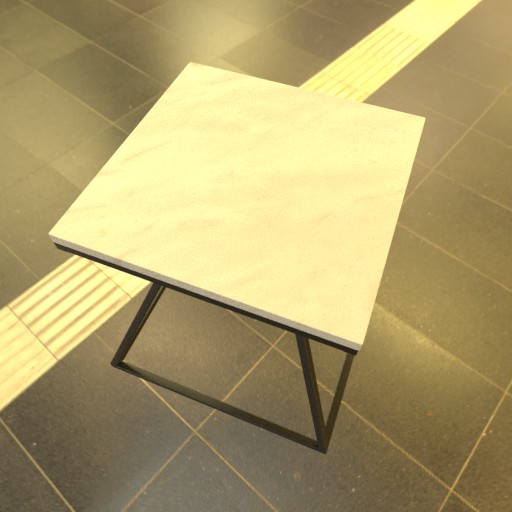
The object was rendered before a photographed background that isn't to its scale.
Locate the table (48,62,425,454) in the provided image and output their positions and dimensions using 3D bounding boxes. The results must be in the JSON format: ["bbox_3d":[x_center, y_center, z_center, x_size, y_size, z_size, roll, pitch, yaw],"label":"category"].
[{"bbox_3d":[0.000,0.000,0.802,0.455,0.431,0.455,18,58,12],"label":"table"}]
